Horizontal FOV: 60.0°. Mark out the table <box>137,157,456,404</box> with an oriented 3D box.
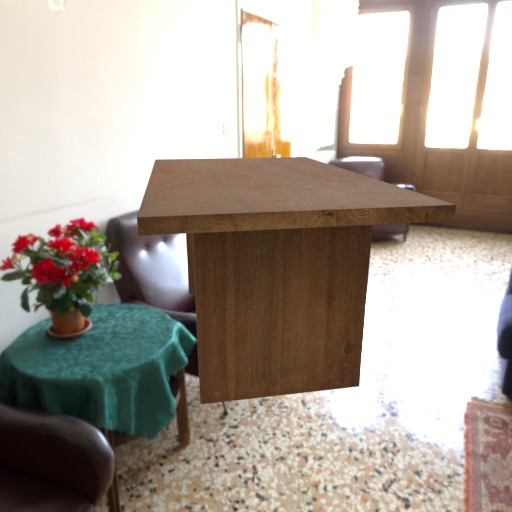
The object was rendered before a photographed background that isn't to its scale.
[{"bbox_3d":[0.000,0.000,2.141,0.946,0.780,1.609,-3,18,-10],"label":"table"}]
